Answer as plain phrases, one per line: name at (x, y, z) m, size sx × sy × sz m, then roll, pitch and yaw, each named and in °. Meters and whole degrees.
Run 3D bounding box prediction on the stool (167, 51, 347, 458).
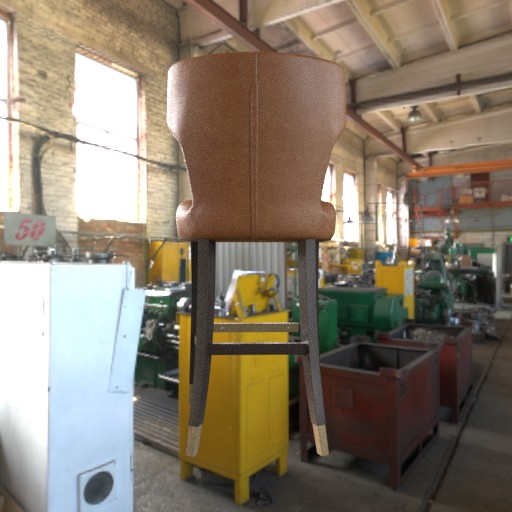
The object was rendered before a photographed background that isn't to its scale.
stool at (0.000, 0.000, 1.430) m, size 0.526 × 1.092 × 0.563 m, roll 0°, pitch 0°, yaw -1°
